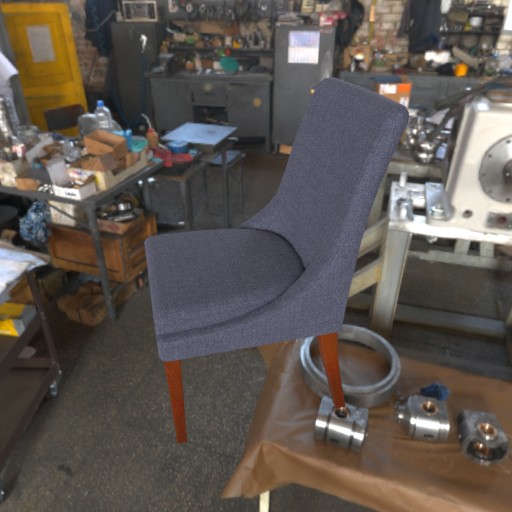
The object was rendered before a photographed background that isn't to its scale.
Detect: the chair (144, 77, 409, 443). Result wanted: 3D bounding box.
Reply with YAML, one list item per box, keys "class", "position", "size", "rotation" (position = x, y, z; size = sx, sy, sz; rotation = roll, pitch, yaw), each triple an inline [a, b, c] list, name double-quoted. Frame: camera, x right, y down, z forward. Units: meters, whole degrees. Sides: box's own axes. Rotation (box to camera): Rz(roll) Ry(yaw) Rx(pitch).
- class: "chair"
  position: [0.000, 0.000, 1.368]
  size: [0.655, 0.952, 0.508]
  rotation: [-8, 32, -13]
